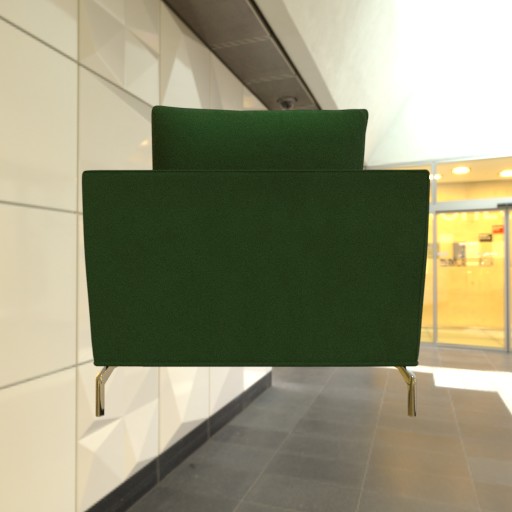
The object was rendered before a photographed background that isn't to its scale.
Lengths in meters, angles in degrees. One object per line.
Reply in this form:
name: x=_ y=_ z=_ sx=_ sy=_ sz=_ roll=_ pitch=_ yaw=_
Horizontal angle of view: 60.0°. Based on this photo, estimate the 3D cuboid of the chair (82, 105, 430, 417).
chair: x=0.000 y=0.000 z=1.726 sx=1.047 sy=0.997 sz=0.852 roll=0 pitch=-1 yaw=0
